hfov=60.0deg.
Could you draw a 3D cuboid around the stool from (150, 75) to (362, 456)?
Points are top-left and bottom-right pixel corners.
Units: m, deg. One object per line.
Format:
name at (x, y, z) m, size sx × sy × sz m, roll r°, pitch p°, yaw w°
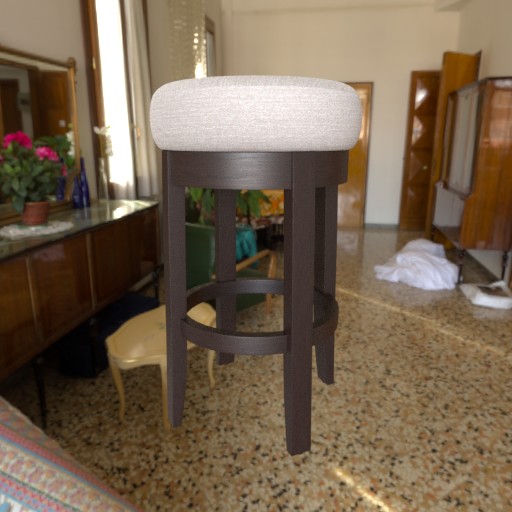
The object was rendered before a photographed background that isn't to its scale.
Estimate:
stool at (0.000, 0.000, 1.025) m, size 0.443 × 0.757 × 0.443 m, roll 0°, pitch 15°, yaw 0°
